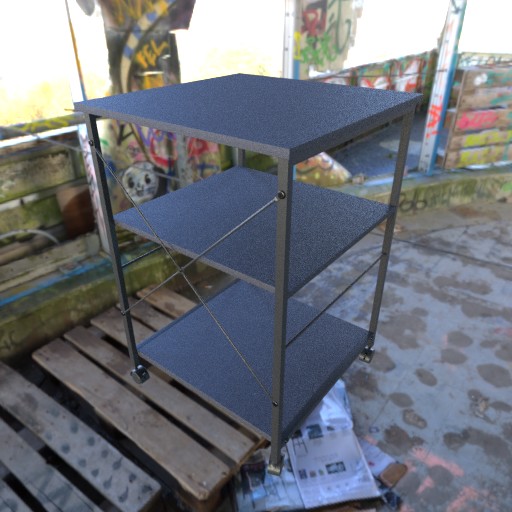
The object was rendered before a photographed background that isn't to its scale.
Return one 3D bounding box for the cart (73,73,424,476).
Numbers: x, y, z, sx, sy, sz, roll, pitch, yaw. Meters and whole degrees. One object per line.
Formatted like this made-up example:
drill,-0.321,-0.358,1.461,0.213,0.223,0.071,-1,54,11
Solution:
cart,0.000,0.000,1.115,0.521,0.762,0.520,21,36,32
